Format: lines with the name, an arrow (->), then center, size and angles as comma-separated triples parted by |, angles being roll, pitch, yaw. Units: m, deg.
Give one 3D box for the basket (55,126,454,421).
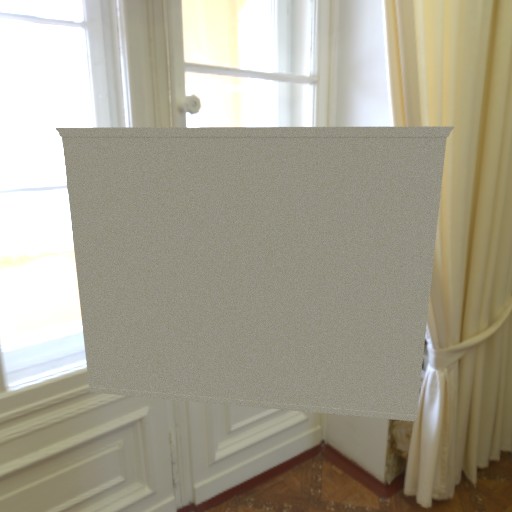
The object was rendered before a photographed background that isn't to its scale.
basket -> 0.000, 0.000, 1.131 | 0.792, 0.625, 0.376 | 2, 15, 8
